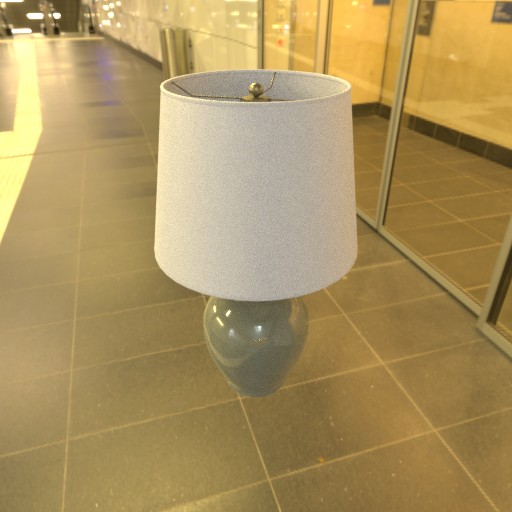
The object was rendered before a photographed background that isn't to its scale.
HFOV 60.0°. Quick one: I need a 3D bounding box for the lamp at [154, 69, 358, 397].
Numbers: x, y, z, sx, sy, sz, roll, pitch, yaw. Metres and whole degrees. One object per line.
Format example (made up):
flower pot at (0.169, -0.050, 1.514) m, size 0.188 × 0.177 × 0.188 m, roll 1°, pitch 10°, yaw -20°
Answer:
lamp at (0.000, 0.000, 0.542) m, size 0.239 × 0.399 × 0.239 m, roll 0°, pitch 31°, yaw 0°
